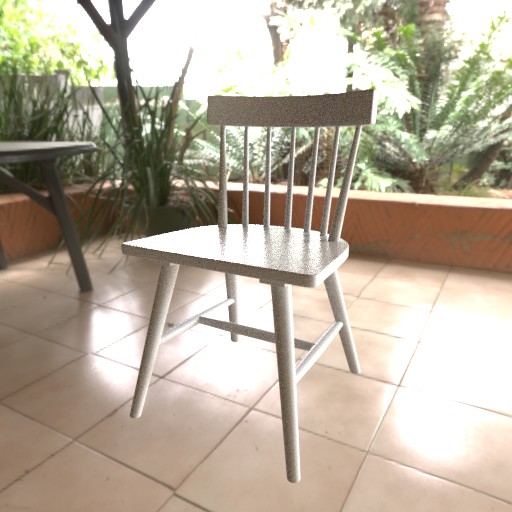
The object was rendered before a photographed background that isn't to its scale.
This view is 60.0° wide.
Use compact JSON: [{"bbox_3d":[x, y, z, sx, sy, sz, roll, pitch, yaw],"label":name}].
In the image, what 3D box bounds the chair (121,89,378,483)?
[{"bbox_3d":[0.000,0.000,1.109,0.483,0.787,0.500,9,18,27],"label":"chair"}]
